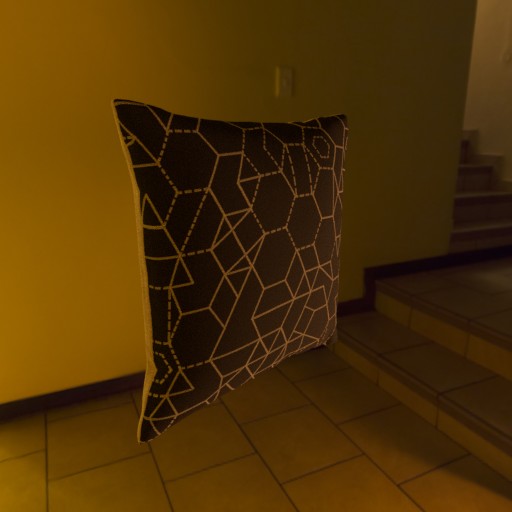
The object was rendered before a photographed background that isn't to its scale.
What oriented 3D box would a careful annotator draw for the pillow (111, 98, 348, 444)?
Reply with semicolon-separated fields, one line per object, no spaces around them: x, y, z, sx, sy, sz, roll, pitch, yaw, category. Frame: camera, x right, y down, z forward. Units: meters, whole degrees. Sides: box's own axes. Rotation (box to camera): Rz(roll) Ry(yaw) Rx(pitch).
0.000;0.000;0.798;0.158;0.508;0.517;14;21;43;pillow
